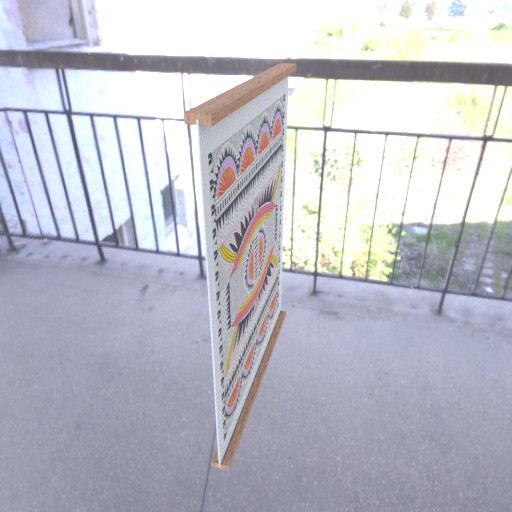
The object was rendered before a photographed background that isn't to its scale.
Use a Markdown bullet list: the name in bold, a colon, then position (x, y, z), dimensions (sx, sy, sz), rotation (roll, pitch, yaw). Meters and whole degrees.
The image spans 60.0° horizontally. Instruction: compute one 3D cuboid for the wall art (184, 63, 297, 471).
- **wall art**: position (0.000, 0.000, 0.711), dimensions (0.028, 0.527, 0.403), rotation (8, 31, 14)
